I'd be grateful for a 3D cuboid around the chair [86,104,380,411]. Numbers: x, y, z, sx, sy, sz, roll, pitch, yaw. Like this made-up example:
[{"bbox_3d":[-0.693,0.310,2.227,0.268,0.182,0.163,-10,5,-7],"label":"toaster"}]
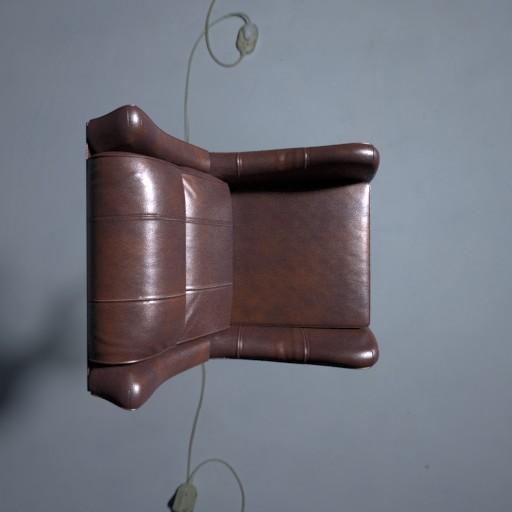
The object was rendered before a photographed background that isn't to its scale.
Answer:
[{"bbox_3d":[0.000,0.000,1.779,1.008,1.084,0.869,0,91,-1],"label":"chair"}]
